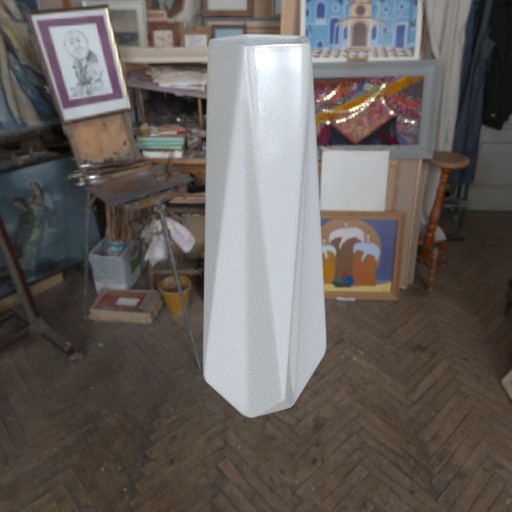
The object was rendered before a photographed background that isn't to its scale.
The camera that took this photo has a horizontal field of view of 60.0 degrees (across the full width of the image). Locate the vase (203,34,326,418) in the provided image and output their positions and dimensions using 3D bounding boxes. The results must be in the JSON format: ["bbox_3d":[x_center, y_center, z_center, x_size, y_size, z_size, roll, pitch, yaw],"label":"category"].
[{"bbox_3d":[0.000,0.000,0.373,0.116,0.329,0.122,-21,37,-30],"label":"vase"}]
